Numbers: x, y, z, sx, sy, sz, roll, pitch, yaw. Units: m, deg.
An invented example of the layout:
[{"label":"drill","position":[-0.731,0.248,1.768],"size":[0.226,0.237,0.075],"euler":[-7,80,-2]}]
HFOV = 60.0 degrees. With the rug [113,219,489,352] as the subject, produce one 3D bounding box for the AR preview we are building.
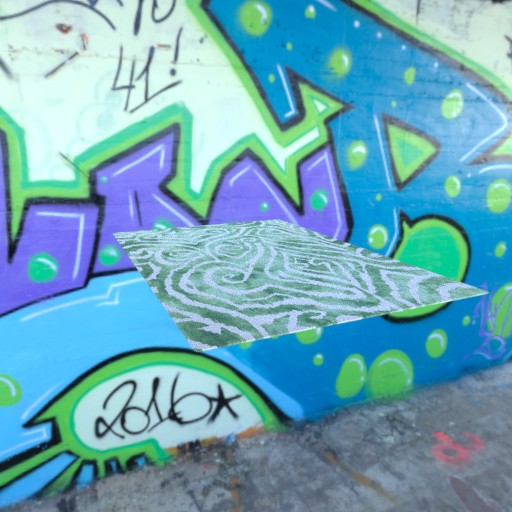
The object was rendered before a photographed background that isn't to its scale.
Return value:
[{"label":"rug","position":[0.000,0.000,2.330],"size":[1.220,0.006,1.826],"euler":[-7,16,-24]}]
